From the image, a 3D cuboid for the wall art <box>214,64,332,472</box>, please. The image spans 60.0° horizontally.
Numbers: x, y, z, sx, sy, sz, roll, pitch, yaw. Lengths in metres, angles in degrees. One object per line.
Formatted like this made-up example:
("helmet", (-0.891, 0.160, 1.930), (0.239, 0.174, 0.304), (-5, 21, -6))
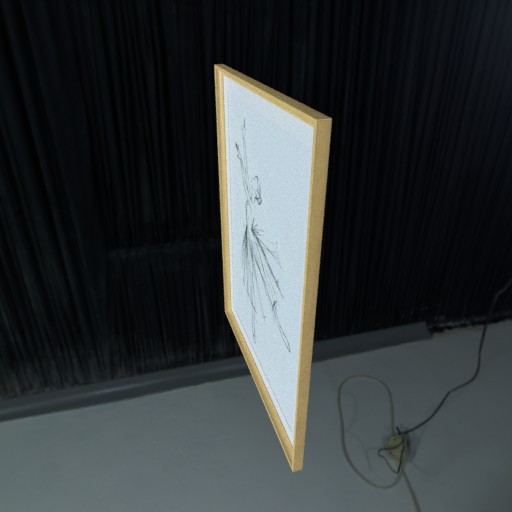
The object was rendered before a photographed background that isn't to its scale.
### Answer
("wall art", (0.000, 0.000, 1.365), (0.030, 1.002, 0.798), (-9, 31, -15))
